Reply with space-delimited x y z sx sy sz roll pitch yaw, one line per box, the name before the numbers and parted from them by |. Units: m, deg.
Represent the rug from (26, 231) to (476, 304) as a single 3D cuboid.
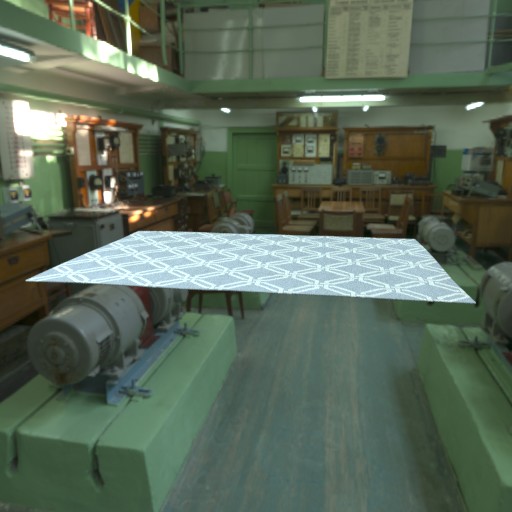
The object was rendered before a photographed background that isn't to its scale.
rug | 0.000 0.000 2.232 1.754 0.010 1.148 2 14 9
